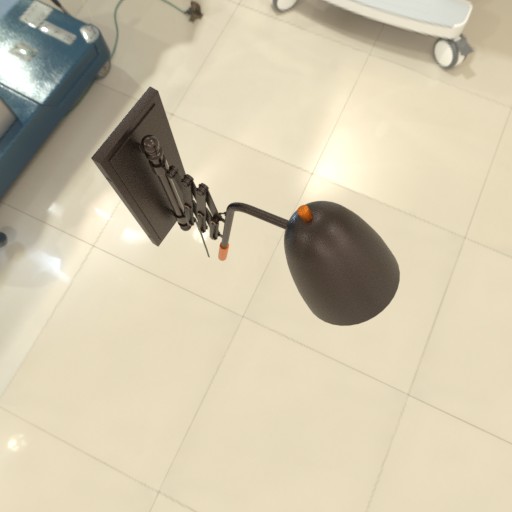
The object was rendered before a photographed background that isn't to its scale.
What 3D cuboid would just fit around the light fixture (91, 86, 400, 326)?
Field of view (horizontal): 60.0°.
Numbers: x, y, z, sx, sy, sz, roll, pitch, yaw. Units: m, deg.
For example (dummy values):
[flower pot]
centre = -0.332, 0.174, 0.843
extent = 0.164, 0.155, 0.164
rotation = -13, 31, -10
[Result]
[light fixture]
centre = 0.000, 0.000, 0.940
extent = 0.499, 0.715, 0.162
rotation = 31, 76, 9
